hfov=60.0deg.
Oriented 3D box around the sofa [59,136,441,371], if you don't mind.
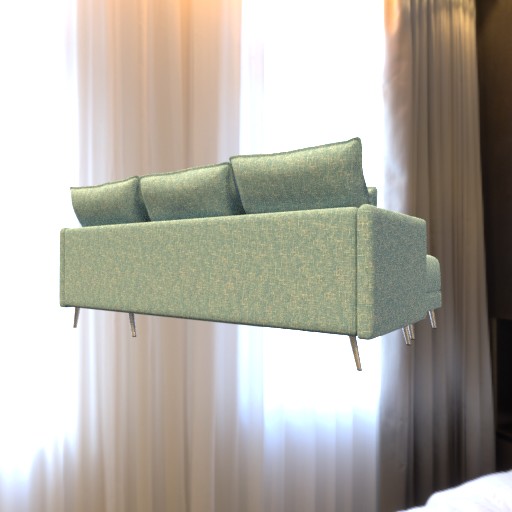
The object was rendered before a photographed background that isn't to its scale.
[{"bbox_3d":[0.000,0.000,2.765,2.034,0.899,1.420,0,-1,35],"label":"sofa"}]
